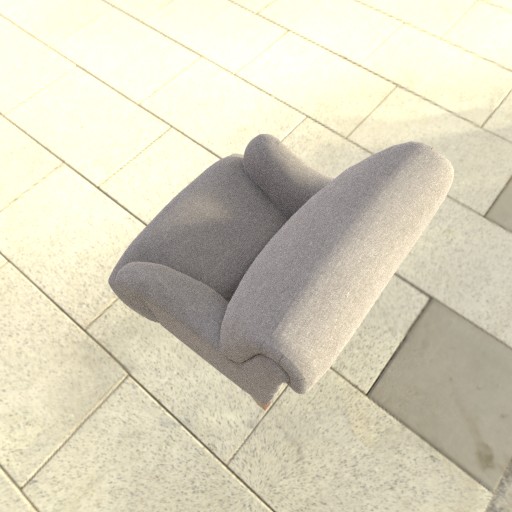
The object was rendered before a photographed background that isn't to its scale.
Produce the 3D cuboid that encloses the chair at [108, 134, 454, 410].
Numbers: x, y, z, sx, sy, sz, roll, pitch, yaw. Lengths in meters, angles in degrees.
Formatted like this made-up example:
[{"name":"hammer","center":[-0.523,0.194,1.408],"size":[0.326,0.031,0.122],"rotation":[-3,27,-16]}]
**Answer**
[{"name":"chair","center":[0.000,0.000,1.532],"size":[0.843,0.942,0.766],"rotation":[34,67,17]}]
